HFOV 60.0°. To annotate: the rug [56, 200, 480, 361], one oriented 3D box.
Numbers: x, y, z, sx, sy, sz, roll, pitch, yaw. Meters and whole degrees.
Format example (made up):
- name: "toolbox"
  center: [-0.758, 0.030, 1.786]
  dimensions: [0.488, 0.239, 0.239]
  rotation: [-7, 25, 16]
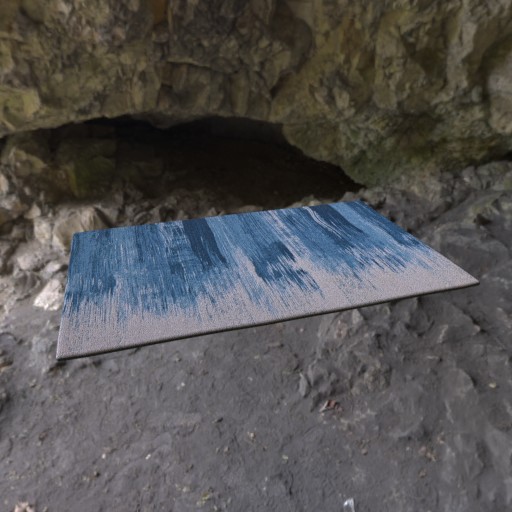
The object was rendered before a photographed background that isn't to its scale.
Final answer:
- name: "rug"
  center: [0.000, 0.000, 3.046]
  dimensions: [2.450, 0.027, 1.540]
  rotation: [-8, 28, -15]
